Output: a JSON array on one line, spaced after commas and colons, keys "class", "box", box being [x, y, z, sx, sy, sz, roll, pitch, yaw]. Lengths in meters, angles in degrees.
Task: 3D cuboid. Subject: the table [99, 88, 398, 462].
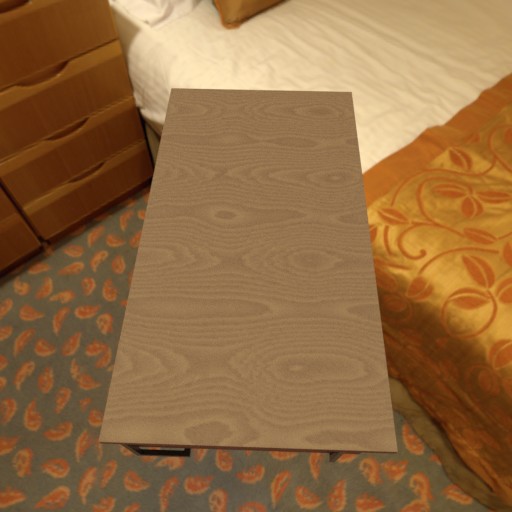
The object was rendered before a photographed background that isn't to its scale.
[{"class": "table", "box": [0.000, 0.000, 1.426, 0.651, 0.347, 1.197, 2, 58, 1]}]
